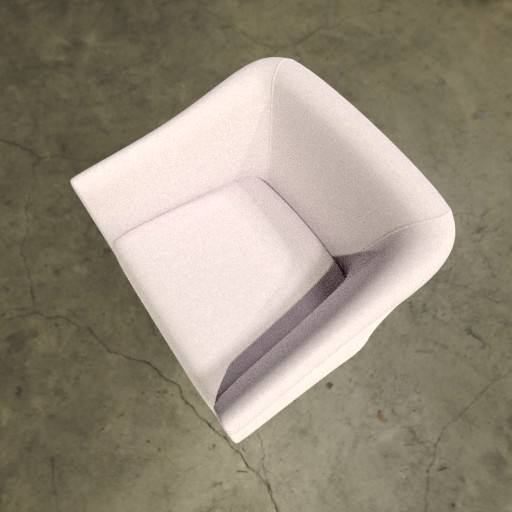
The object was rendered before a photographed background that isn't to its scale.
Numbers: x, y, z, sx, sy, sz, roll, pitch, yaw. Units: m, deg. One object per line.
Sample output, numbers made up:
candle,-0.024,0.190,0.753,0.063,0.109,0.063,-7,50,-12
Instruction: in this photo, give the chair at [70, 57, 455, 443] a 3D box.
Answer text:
chair,0.000,0.000,1.324,0.700,0.720,0.790,-32,68,-15
